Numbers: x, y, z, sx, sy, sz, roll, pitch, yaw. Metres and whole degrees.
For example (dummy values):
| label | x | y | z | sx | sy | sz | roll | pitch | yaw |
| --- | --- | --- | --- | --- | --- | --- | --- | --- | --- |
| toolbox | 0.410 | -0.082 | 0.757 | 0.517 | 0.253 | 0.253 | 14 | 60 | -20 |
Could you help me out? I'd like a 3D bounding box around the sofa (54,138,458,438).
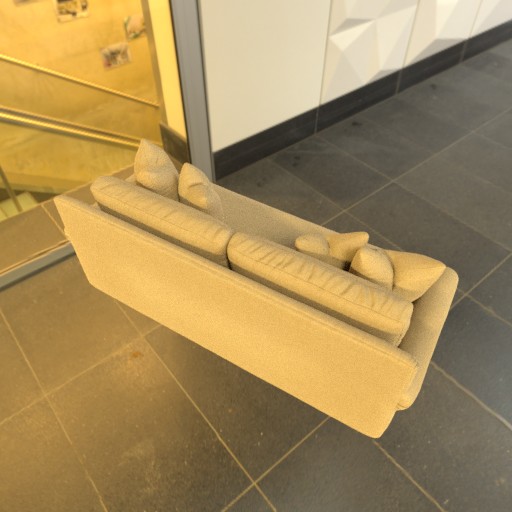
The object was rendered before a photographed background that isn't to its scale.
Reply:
| label | x | y | z | sx | sy | sz | roll | pitch | yaw |
| --- | --- | --- | --- | --- | --- | --- | --- | --- | --- |
| sofa | 0.000 | 0.000 | 2.779 | 2.285 | 0.904 | 1.067 | 24 | 51 | 20 |
